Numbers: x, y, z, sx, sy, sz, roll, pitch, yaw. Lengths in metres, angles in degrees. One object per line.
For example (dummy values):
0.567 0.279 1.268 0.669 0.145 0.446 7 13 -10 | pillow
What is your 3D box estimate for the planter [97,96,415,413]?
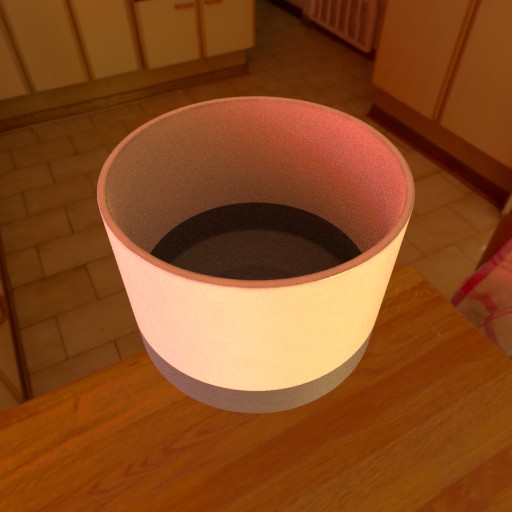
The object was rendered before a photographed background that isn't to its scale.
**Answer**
0.000 0.000 0.222 0.128 0.105 0.128 0 46 0 | planter
